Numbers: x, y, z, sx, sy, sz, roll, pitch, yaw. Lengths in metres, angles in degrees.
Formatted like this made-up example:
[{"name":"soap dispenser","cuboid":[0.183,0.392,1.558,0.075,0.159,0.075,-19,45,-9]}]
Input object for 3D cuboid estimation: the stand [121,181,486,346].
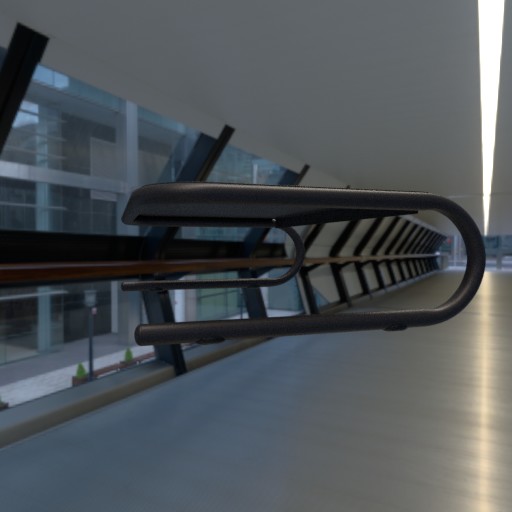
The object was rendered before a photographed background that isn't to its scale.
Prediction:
[{"name":"stand","cuboid":[0.000,0.000,0.493,0.280,0.108,0.370,0,1,-18]}]
